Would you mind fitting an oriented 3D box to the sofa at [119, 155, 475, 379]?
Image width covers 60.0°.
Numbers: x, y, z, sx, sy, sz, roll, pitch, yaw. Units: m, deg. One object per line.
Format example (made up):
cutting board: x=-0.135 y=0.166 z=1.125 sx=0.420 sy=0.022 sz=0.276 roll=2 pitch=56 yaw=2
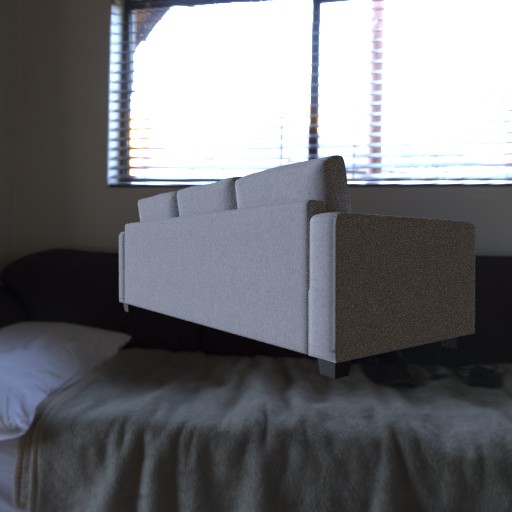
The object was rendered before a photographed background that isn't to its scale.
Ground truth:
sofa: x=0.000 y=0.000 z=2.555 sx=0.900 sy=0.800 sz=2.120 roll=-1 pitch=1 yaw=-36
